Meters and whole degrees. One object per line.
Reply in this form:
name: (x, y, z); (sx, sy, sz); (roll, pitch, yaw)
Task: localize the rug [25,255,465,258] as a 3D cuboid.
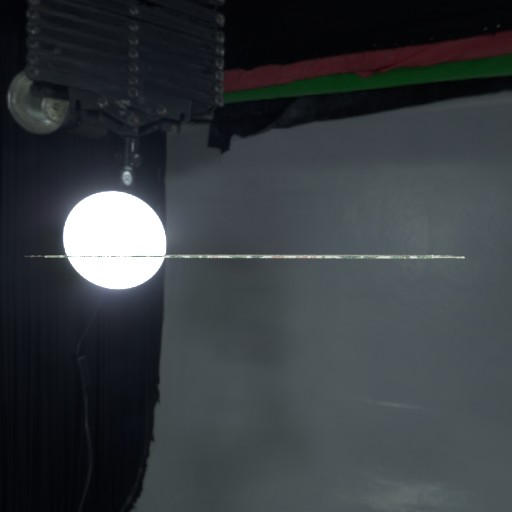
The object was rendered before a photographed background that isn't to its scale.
rug: (0.000, 0.000, 2.320); (1.829, 0.010, 1.219); (0, 0, 16)
